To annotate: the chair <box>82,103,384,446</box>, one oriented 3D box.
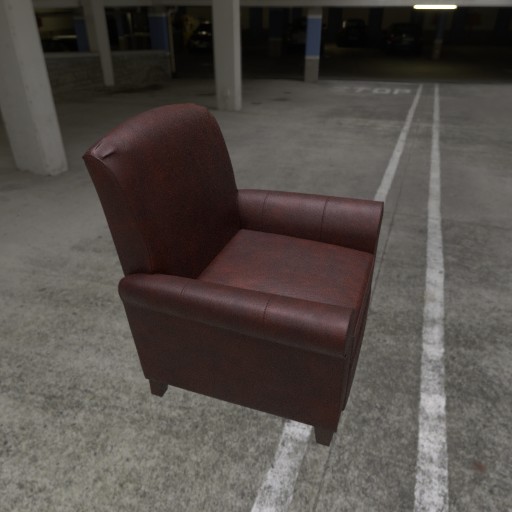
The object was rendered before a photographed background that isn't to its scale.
[{"bbox_3d":[0.000,0.000,1.755,0.902,1.061,0.978,10,32,17],"label":"chair"}]
